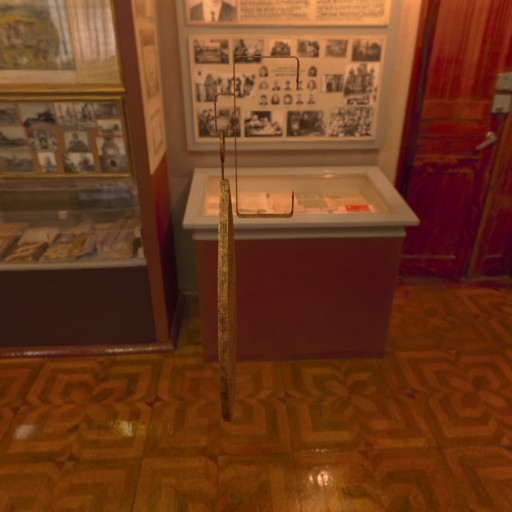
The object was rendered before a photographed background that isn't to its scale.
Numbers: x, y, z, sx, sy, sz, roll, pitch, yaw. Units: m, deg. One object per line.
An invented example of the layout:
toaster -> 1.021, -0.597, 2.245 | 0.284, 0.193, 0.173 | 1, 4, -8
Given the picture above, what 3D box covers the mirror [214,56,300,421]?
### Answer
mirror -> 0.000, 0.000, 0.905 | 0.144, 0.744, 0.405 | 0, 27, 0
